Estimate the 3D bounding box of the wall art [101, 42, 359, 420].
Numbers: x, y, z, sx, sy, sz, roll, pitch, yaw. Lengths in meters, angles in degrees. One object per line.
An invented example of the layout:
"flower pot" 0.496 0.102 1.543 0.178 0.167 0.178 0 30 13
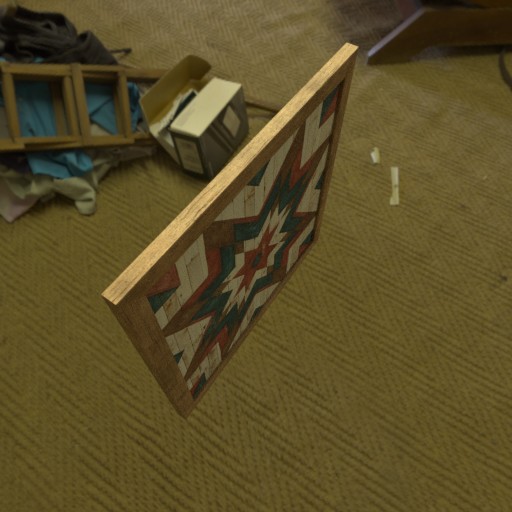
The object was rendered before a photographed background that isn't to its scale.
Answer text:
"wall art" 0.000 0.000 1.035 0.029 0.691 0.695 30 63 18
